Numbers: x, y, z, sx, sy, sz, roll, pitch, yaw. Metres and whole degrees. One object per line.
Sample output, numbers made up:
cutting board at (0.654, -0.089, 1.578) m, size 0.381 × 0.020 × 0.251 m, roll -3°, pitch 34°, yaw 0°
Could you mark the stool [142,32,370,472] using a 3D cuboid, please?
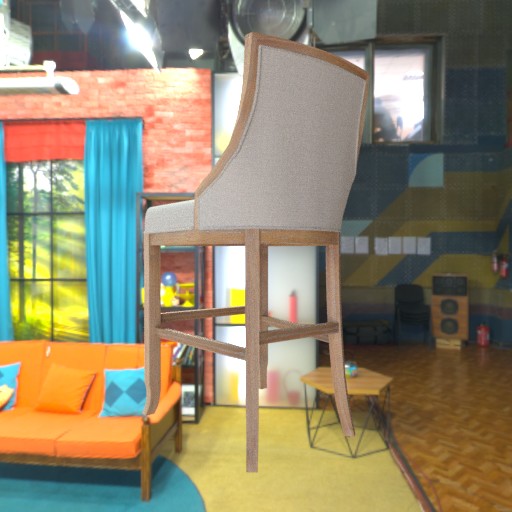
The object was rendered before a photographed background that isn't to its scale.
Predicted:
stool at (0.000, 0.000, 1.434) m, size 0.524 × 1.101 × 0.626 m, roll 0°, pitch 1°, yaw -36°
